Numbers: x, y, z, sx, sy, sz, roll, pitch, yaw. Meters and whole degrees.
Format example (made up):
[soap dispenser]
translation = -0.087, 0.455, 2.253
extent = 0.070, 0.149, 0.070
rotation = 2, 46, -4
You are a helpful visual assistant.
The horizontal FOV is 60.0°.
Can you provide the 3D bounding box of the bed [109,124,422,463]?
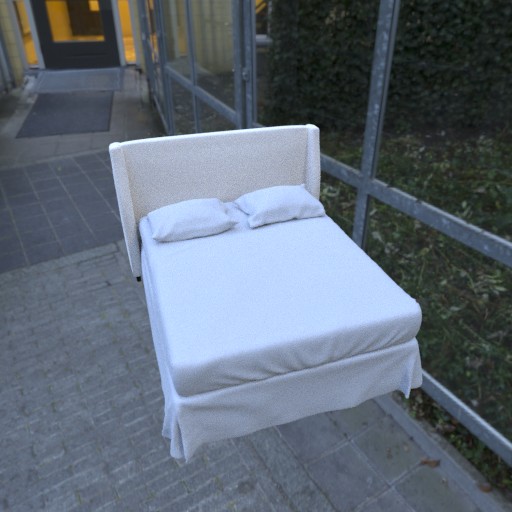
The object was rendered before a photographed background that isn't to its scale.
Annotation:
[bed]
translation = 0.000, 0.000, 3.460
extent = 1.925, 1.332, 2.276
rotation = -10, 33, -15
